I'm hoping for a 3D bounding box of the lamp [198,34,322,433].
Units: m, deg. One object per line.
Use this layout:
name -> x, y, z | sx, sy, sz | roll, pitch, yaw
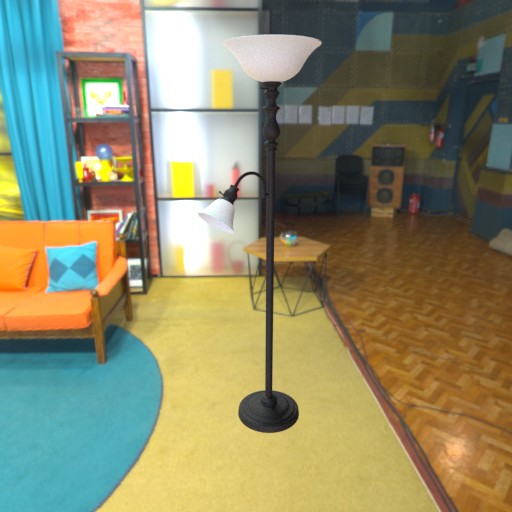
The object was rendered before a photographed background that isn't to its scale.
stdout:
lamp -> 0.000, 0.000, 2.030 | 0.588, 1.793, 0.405 | -15, 23, -41
